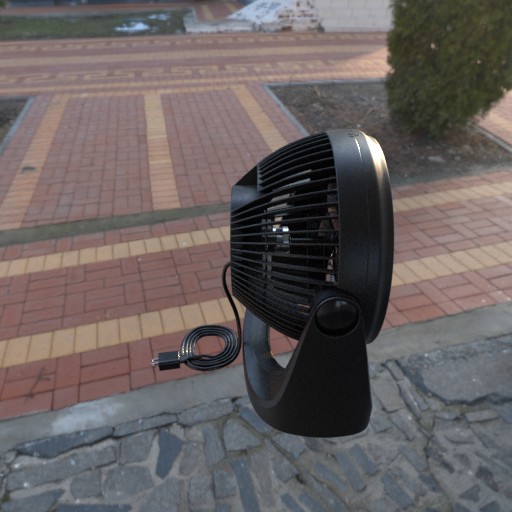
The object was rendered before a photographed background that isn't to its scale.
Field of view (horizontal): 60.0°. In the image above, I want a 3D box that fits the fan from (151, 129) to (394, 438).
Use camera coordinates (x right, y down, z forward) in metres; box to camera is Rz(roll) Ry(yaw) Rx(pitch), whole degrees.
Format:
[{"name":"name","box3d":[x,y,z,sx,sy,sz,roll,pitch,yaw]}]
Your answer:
[{"name":"fan","box3d":[0.000,0.000,0.500,0.256,0.277,0.273,0,34,0]}]
